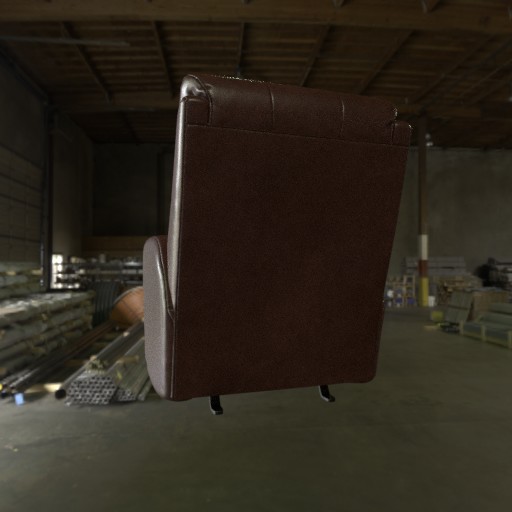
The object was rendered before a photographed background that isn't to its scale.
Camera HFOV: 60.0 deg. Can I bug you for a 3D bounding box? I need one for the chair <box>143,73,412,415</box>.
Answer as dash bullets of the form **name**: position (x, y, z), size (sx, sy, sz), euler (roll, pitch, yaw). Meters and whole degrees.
- **chair**: position (0.000, 0.000, 1.693), size (0.787, 1.016, 0.939), euler (0, -1, -19)
